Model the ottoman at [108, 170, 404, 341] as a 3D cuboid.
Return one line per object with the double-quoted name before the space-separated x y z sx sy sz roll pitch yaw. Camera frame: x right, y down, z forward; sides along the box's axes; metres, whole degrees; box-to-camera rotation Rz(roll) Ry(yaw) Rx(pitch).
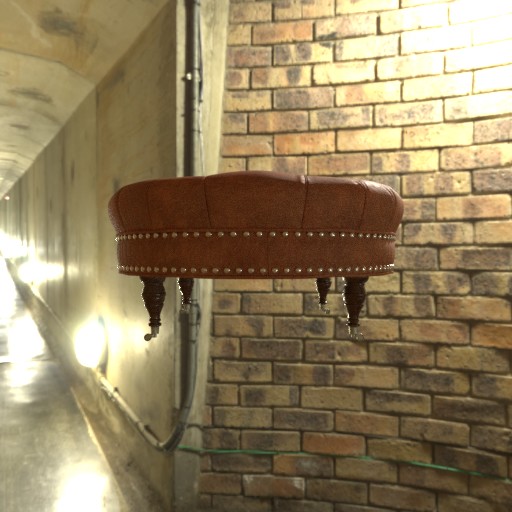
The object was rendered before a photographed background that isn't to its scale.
"ottoman" 0.000 0.000 1.421 0.901 0.444 0.901 0 0 0
